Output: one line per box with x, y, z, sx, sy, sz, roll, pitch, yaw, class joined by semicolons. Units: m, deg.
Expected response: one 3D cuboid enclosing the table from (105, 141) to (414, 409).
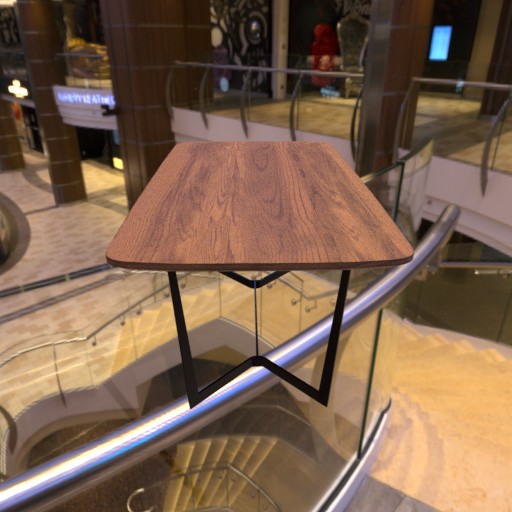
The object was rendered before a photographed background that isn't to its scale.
0.000;0.000;2.164;0.949;0.765;1.643;0;26;-1;table
